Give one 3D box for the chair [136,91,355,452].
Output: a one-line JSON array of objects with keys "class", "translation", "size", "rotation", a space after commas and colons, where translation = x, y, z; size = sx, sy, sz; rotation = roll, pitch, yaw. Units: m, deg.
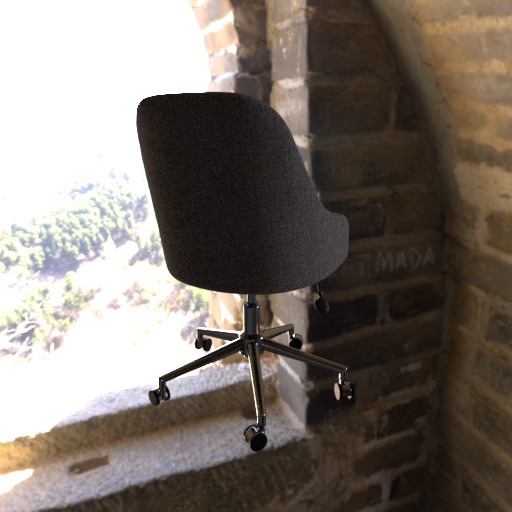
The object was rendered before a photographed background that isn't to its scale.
[{"class": "chair", "translation": [0.000, 0.000, 1.435], "size": [0.671, 0.950, 0.712], "rotation": [8, 17, 25]}]
